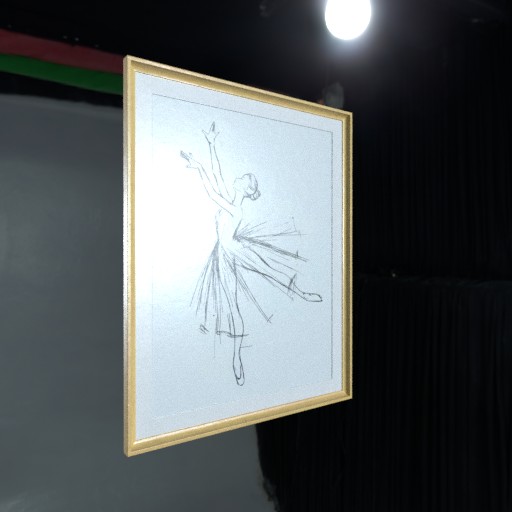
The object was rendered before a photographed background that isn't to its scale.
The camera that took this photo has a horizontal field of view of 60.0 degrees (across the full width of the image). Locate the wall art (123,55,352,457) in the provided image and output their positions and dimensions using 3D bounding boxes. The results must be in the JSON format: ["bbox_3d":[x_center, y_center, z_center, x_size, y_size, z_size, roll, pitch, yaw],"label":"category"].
[{"bbox_3d":[0.000,0.000,1.343,0.798,1.002,0.030,0,0,-35],"label":"wall art"}]
